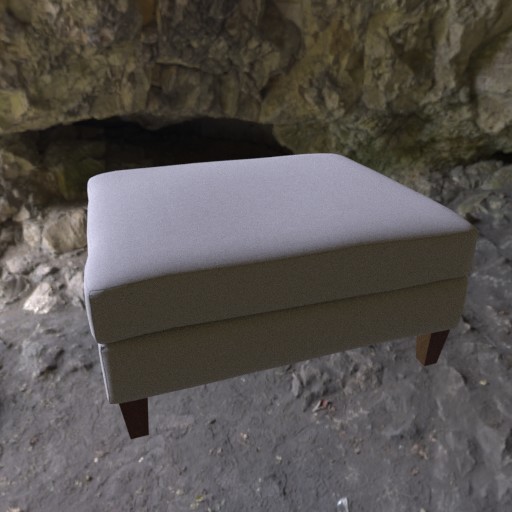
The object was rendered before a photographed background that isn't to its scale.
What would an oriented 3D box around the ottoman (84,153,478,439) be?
[{"bbox_3d":[0.000,0.000,1.418,0.976,0.492,0.836,-8,28,-16],"label":"ottoman"}]
